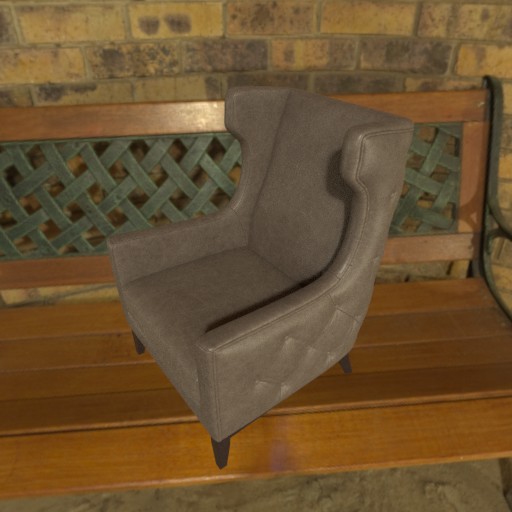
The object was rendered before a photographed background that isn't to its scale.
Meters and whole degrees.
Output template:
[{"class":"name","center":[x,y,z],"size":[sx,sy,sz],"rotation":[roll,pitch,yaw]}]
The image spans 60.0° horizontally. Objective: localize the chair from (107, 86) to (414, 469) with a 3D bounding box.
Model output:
[{"class":"chair","center":[0.000,0.000,1.675],"size":[0.899,1.079,0.769],"rotation":[-22,38,-30]}]
